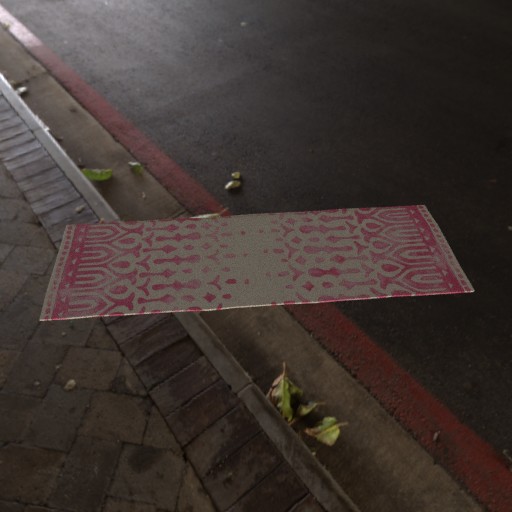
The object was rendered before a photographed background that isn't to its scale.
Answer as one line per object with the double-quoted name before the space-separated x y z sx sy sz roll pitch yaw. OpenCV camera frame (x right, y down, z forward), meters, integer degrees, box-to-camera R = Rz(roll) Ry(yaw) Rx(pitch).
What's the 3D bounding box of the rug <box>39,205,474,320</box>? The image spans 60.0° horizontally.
"rug" 0.000 0.000 2.746 2.458 0.011 0.787 -3 46 -3
